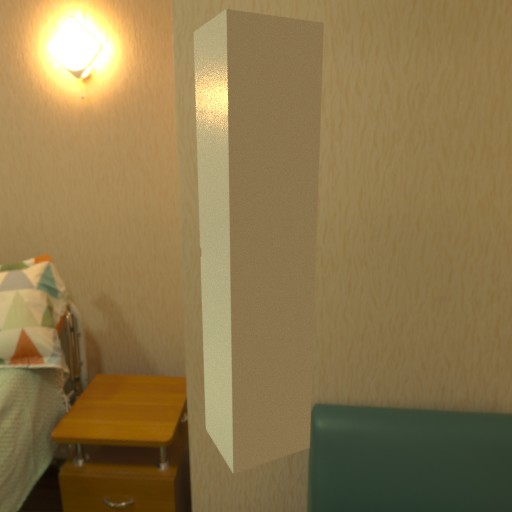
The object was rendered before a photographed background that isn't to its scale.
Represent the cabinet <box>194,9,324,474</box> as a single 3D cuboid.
[{"bbox_3d":[0.000,0.000,1.487,0.300,1.400,0.269,-7,15,-25],"label":"cabinet"}]
